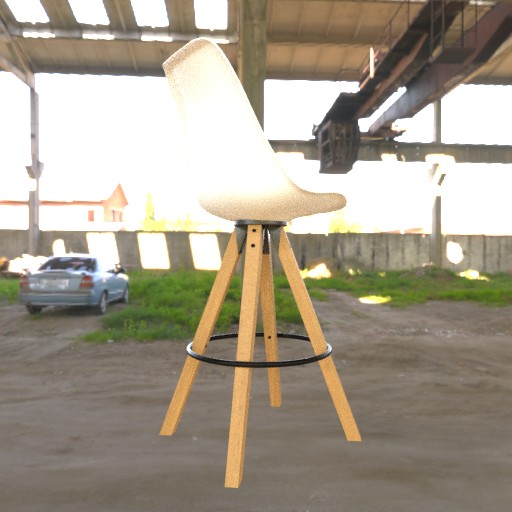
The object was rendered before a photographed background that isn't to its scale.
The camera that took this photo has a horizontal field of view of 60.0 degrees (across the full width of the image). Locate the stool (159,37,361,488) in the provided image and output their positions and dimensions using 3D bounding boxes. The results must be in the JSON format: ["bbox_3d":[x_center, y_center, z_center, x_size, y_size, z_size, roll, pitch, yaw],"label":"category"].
[{"bbox_3d":[0.000,0.000,1.359,0.549,1.115,0.482,0,0,-36],"label":"stool"}]
